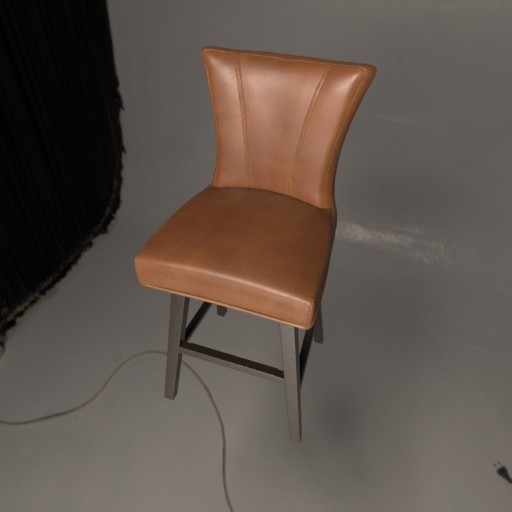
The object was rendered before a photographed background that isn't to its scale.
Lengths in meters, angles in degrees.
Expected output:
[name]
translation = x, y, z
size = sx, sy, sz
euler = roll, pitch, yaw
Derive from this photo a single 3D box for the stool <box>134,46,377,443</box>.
[stool]
translation = 0.000, 0.000, 1.420
size = 0.522, 1.094, 0.585
euler = 13, 43, 14
